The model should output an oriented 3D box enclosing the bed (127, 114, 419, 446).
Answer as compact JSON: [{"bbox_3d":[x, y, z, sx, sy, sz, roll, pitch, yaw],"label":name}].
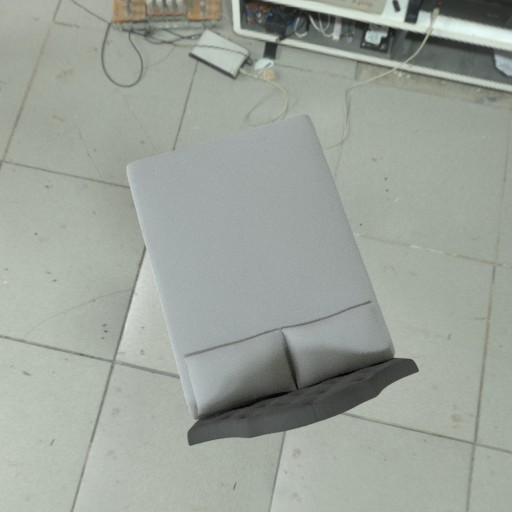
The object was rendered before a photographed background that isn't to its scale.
[{"bbox_3d":[0.000,0.000,3.231,1.636,1.575,2.155,-17,79,-3],"label":"bed"}]
